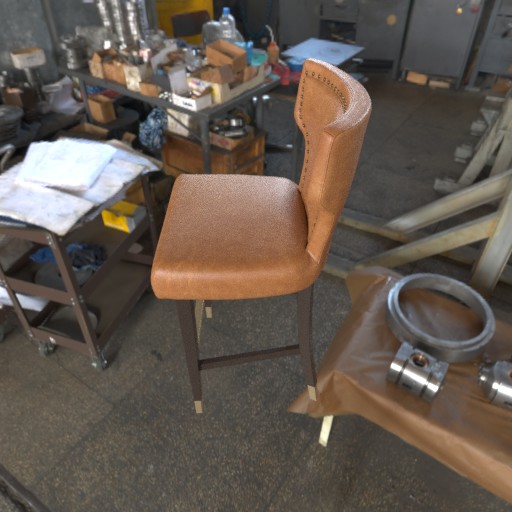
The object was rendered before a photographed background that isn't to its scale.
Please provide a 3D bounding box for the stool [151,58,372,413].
[{"bbox_3d":[0.000,0.000,1.447,0.563,1.092,0.526,0,40,0],"label":"stool"}]
